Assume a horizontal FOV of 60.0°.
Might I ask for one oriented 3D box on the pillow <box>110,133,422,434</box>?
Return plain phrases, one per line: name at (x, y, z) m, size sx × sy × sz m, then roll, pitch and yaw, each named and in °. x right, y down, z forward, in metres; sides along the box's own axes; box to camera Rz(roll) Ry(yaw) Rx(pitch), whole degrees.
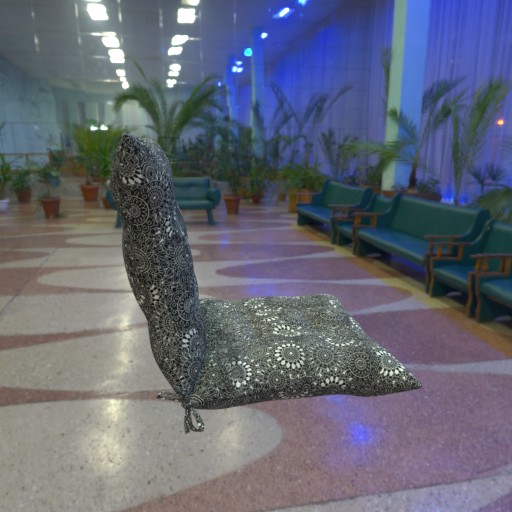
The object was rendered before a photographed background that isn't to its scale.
pillow at (0.000, 0.000, 1.005) m, size 0.585 × 0.536 × 0.541 m, roll -3°, pitch 15°, yaw -10°
